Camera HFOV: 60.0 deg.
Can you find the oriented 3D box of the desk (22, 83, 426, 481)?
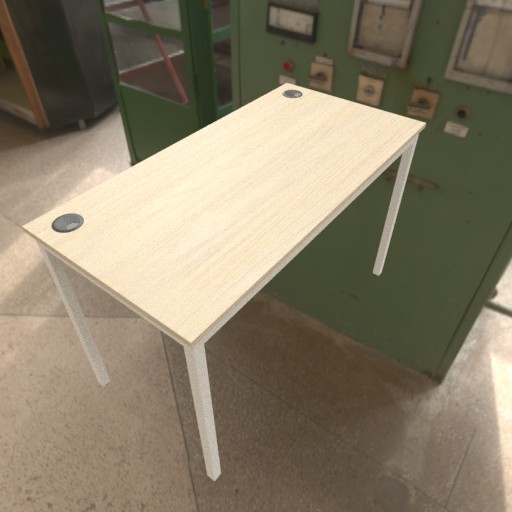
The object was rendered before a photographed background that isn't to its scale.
[{"bbox_3d":[0.000,0.000,1.608,0.600,0.750,1.200,28,49,27],"label":"desk"}]
